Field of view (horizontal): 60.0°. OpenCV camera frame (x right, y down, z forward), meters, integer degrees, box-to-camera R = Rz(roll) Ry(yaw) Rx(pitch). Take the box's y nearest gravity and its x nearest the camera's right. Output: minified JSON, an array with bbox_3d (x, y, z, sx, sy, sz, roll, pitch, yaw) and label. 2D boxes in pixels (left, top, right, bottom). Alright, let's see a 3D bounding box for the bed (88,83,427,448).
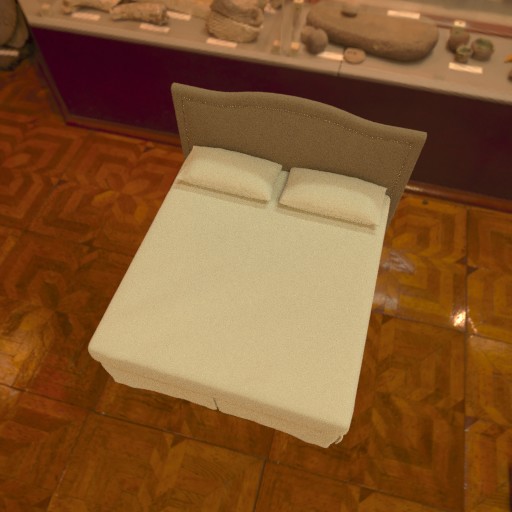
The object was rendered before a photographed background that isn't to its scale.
[{"bbox_3d":[0.000,0.000,3.495,2.083,1.421,2.182,14,59,9],"label":"bed"}]
